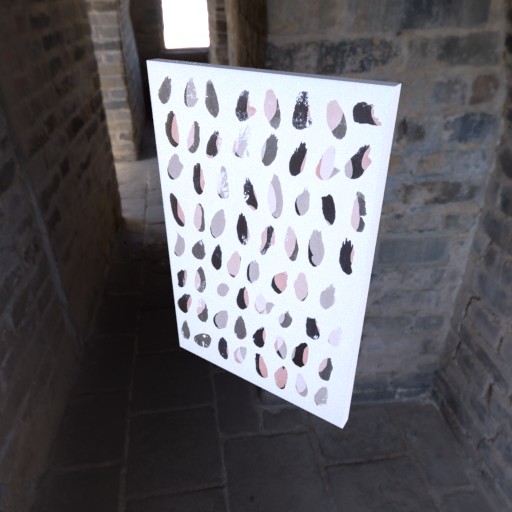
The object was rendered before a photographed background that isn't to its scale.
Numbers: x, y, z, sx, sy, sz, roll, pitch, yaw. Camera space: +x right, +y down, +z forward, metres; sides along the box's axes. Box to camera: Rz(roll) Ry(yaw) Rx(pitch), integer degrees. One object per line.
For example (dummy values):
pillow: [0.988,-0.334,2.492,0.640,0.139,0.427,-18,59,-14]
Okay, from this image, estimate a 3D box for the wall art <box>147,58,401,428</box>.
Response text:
wall art: [0.000,0.000,0.777,0.405,0.608,0.025,19,36,28]
